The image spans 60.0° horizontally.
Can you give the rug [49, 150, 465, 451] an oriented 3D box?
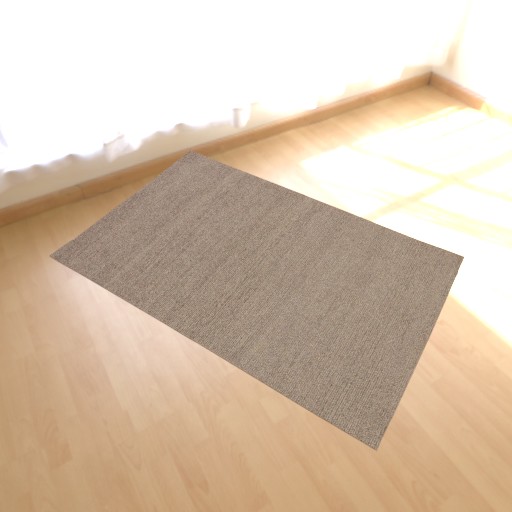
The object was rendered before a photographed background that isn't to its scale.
[{"bbox_3d":[0.000,0.000,2.257,1.792,0.021,1.154,25,51,22],"label":"rug"}]
